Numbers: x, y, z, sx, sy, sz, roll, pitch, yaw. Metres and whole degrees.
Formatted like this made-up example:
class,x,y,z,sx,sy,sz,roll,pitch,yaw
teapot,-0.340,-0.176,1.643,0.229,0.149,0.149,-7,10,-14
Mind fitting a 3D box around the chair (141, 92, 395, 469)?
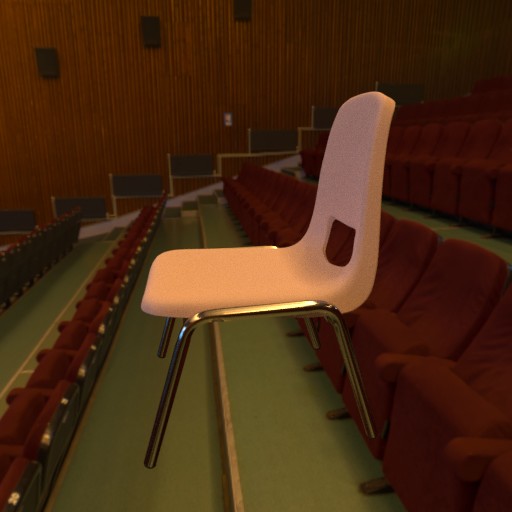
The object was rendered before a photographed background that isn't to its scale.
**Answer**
class,x,y,z,sx,sy,sz,roll,pitch,yaw
chair,0.000,0.000,0.769,0.385,0.537,0.354,-2,15,-8
